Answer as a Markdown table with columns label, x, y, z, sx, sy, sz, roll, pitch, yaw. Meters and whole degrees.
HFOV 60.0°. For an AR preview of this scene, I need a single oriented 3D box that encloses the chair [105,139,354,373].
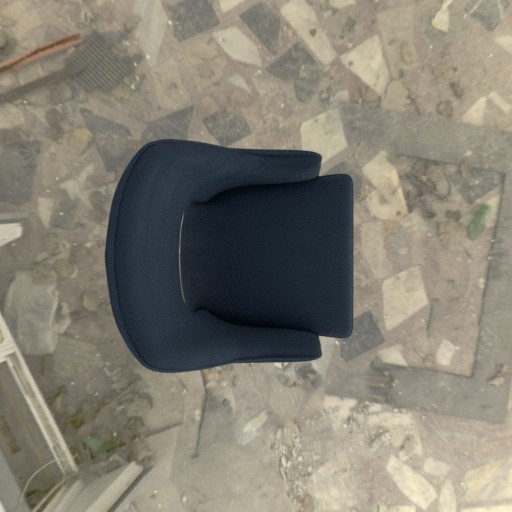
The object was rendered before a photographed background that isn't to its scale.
| label | x | y | z | sx | sy | sz | roll | pitch | yaw |
| --- | --- | --- | --- | --- | --- | --- | --- | --- | --- |
| chair | 0.000 | 0.000 | 1.257 | 0.591 | 0.844 | 0.559 | 0 | 90 | 0 |
